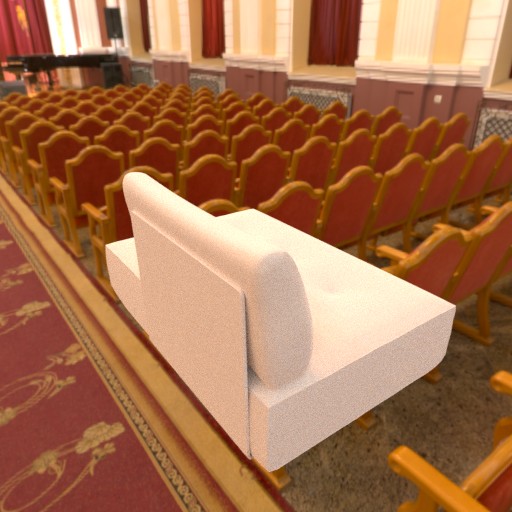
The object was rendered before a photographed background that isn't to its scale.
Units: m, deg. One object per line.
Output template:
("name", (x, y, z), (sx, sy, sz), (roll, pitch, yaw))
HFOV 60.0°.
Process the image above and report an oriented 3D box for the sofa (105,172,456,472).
("sofa", (0.000, 0.000, 2.051), (1.000, 0.820, 1.450), (-17, 31, -32))
